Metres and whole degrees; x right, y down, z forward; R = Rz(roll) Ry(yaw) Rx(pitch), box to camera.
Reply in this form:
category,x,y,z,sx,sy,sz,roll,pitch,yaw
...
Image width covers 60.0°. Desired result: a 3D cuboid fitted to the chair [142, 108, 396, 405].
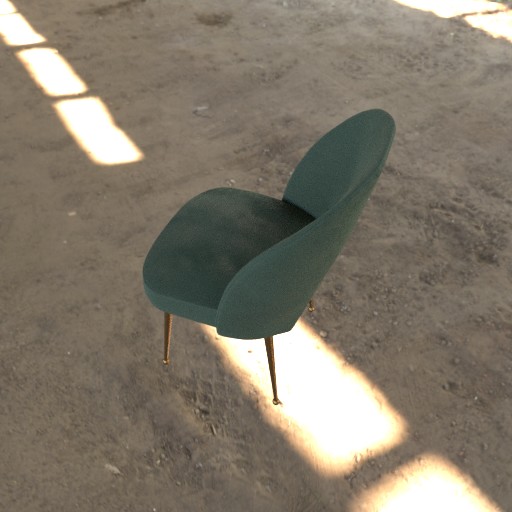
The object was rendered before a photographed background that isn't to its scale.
category,x,y,z,sx,sy,sz,roll,pitch,yaw
chair,0.000,0.000,1.255,0.577,0.860,0.527,16,48,15
